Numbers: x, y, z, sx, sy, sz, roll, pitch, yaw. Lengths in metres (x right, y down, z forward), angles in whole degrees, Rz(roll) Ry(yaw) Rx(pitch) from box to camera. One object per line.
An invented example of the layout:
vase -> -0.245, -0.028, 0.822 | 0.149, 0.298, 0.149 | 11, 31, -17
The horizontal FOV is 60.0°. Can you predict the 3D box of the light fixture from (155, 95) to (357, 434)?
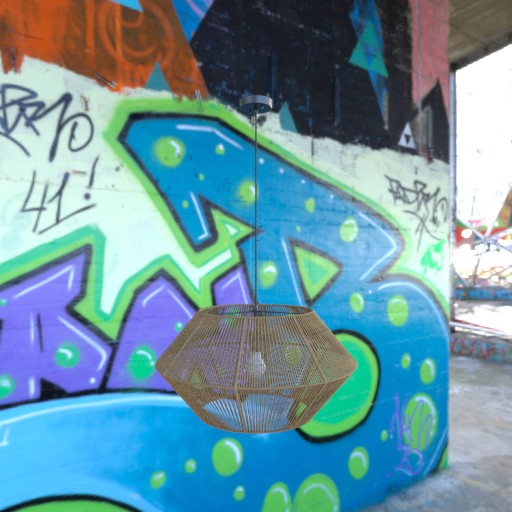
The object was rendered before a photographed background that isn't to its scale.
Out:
light fixture -> 0.000, 0.000, 1.441 | 0.643, 1.009, 0.643 | 0, 0, 0
